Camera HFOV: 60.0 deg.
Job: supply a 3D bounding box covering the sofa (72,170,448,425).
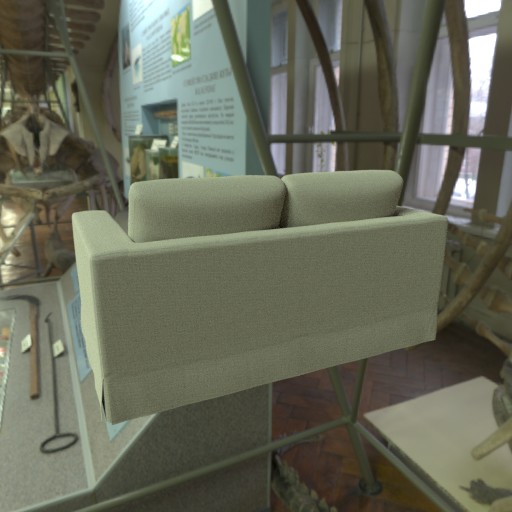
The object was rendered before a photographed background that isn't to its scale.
[{"bbox_3d":[0.000,0.000,2.436,1.813,0.932,1.009,-7,17,-24],"label":"sofa"}]
